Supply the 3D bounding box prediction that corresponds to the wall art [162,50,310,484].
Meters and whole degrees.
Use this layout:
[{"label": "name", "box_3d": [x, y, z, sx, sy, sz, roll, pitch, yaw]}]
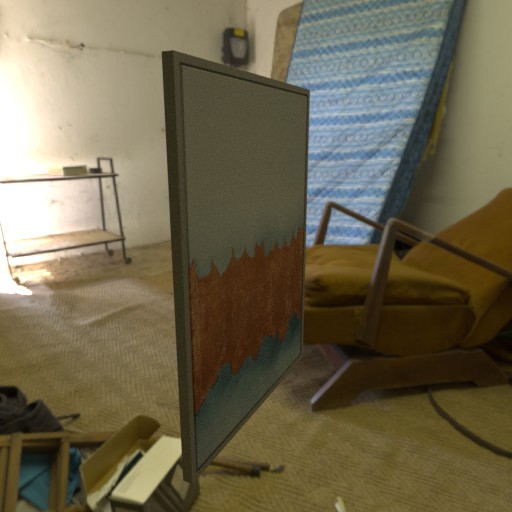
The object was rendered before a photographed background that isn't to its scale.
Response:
[{"label": "wall art", "box_3d": [0.000, 0.000, 1.371, 0.034, 1.042, 0.789, 7, 16, 26]}]
